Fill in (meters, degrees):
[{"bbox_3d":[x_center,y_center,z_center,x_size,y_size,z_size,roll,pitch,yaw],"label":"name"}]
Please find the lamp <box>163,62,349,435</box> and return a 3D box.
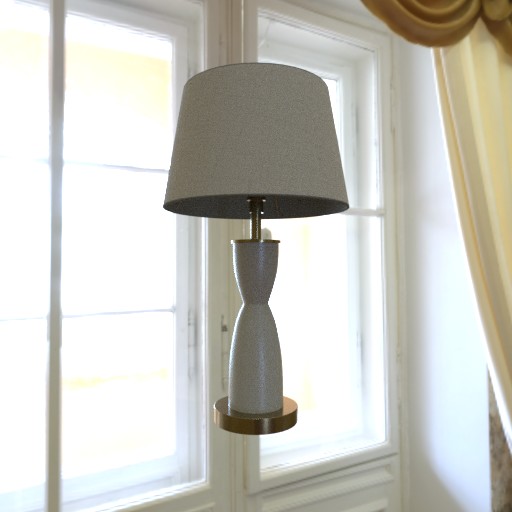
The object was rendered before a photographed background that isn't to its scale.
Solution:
[{"bbox_3d":[0.000,0.000,0.745,0.309,0.545,0.309,0,-1,0],"label":"lamp"}]
